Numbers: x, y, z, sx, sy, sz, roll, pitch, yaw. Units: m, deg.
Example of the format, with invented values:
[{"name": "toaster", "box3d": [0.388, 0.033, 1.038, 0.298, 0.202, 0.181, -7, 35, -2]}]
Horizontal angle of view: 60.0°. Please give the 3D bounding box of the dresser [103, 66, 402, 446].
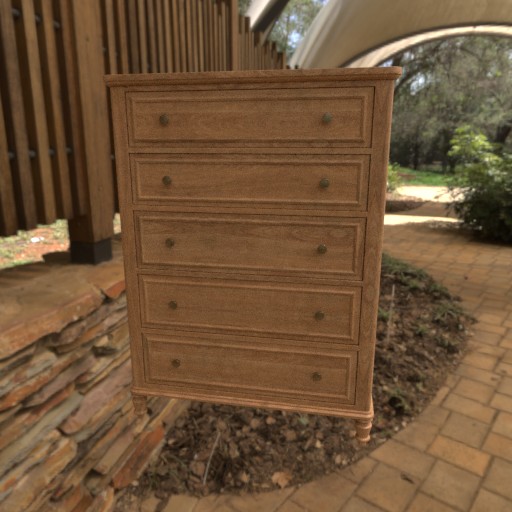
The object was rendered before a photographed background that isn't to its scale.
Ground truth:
[{"name": "dresser", "box3d": [0.000, 0.000, 1.781, 0.973, 1.318, 0.484, 3, 15, 10]}]
